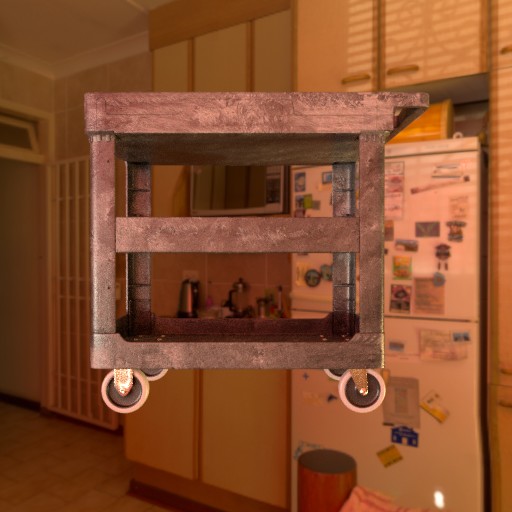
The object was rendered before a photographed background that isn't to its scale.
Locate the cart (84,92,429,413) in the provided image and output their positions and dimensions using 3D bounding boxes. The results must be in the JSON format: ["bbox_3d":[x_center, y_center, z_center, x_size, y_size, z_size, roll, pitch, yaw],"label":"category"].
[{"bbox_3d":[0.000,0.000,1.319,0.877,0.824,0.420,0,1,0],"label":"cart"}]
